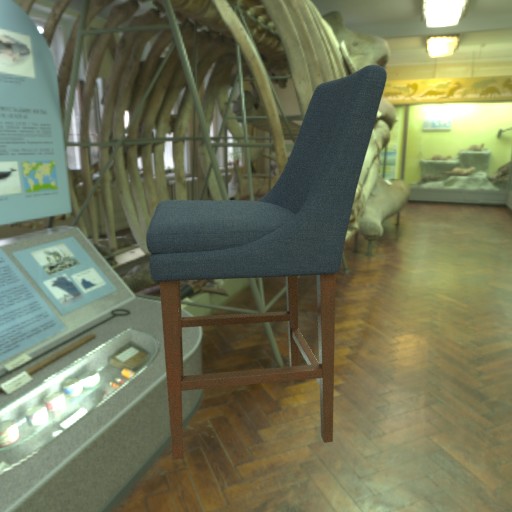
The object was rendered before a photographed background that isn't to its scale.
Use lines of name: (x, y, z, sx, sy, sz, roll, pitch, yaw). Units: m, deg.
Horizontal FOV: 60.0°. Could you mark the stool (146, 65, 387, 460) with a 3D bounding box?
stool: (0.000, 0.000, 1.279, 0.577, 0.981, 0.470, -2, 15, -9)
